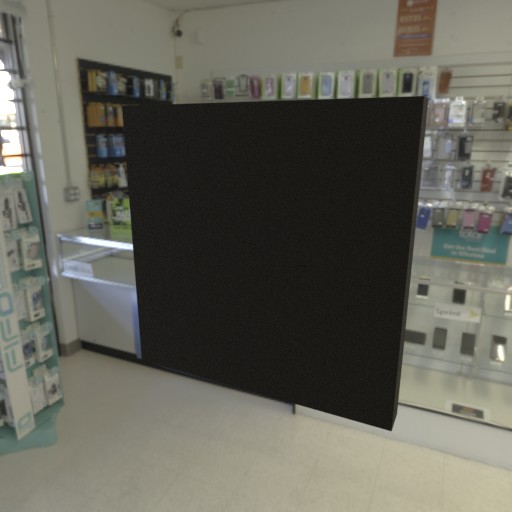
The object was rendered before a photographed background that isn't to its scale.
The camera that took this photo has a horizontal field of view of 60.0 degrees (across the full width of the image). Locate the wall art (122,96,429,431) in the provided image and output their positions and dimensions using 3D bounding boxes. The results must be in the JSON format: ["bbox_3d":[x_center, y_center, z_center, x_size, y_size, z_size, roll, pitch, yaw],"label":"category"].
[{"bbox_3d":[0.000,0.000,0.465,0.308,0.305,0.030,8,18,26],"label":"wall art"}]
